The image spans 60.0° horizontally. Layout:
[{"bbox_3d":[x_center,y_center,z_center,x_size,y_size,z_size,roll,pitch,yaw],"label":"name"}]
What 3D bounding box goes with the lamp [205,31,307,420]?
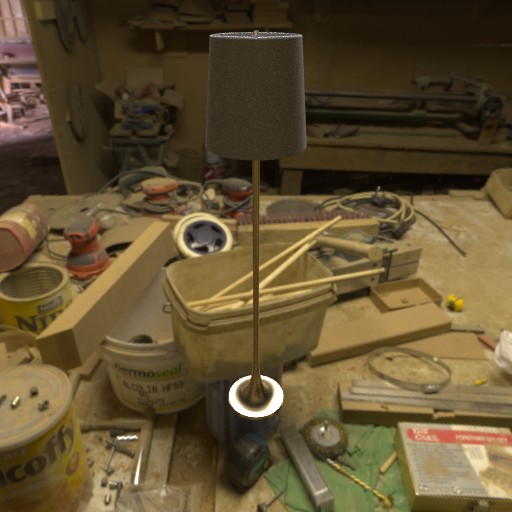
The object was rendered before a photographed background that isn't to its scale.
[{"bbox_3d":[0.000,0.000,1.702,0.337,1.543,0.337,0,30,0],"label":"lamp"}]
